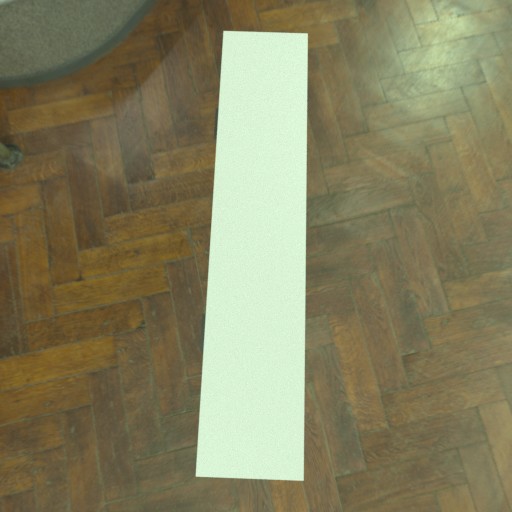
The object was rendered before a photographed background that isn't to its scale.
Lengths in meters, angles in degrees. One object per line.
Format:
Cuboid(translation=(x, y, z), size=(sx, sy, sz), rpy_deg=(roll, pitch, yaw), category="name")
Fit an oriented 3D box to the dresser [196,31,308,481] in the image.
Cuboid(translation=(0.000, 0.000, 1.863), size=(0.333, 0.790, 1.535), rpy_deg=(2, 76, 0), category="dresser")
